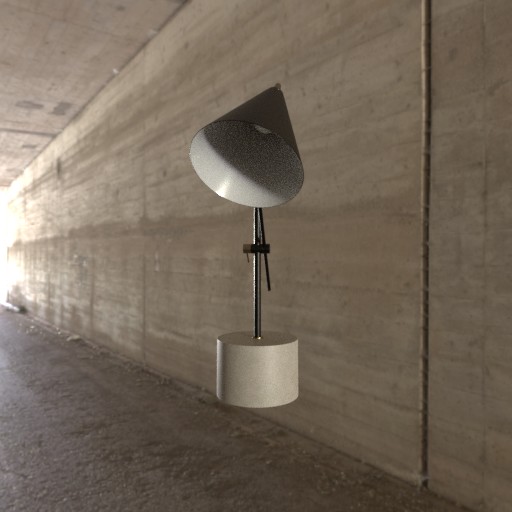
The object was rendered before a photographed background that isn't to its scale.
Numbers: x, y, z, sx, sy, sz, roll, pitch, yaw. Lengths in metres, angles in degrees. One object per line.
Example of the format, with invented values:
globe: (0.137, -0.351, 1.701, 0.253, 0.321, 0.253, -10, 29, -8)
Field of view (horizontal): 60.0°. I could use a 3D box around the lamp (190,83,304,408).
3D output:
lamp: (0.000, 0.000, 0.719, 0.214, 0.518, 0.403, 0, 0, 18)
